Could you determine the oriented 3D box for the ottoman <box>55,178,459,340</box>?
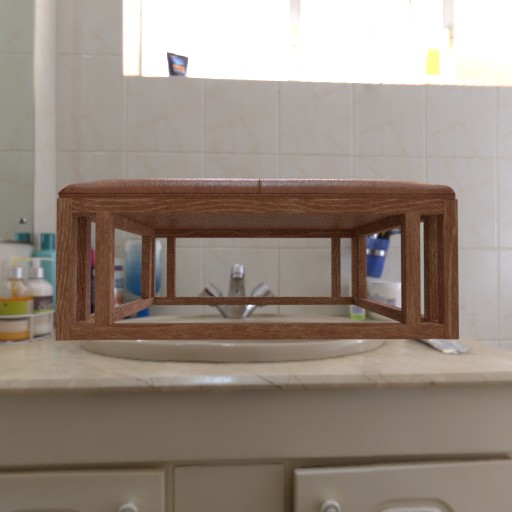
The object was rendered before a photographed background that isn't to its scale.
[{"bbox_3d":[0.000,0.000,1.615,1.016,0.442,1.013,0,-1,-1],"label":"ottoman"}]
